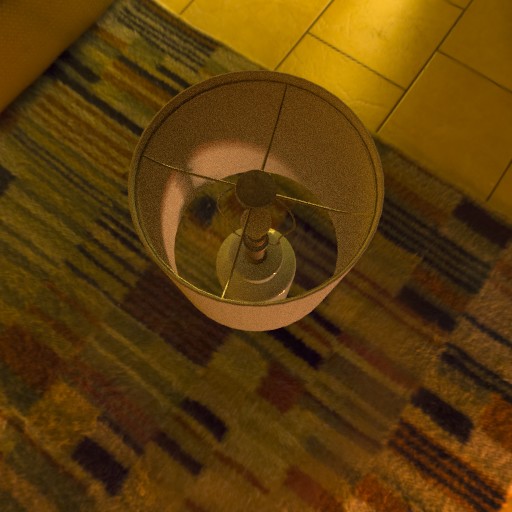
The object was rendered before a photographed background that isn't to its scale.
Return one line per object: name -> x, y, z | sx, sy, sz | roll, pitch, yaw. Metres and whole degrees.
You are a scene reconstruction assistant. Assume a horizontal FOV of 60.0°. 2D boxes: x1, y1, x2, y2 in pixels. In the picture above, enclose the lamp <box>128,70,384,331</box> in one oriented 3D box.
lamp -> 0.000, 0.000, 0.604 | 0.212, 0.493, 0.212 | 15, 76, 4
